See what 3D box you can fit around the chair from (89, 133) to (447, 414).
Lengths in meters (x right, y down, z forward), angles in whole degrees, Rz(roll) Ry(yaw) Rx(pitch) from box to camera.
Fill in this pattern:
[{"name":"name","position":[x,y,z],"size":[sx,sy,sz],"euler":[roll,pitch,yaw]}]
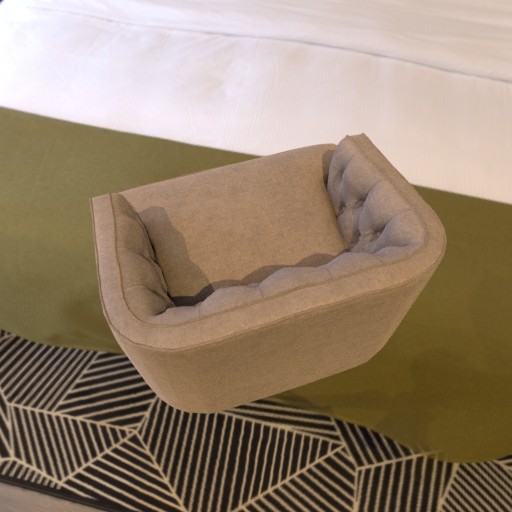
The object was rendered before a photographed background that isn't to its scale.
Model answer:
[{"name":"chair","position":[0.000,0.000,1.755],"size":[1.104,0.852,0.941],"euler":[-15,59,-9]}]
